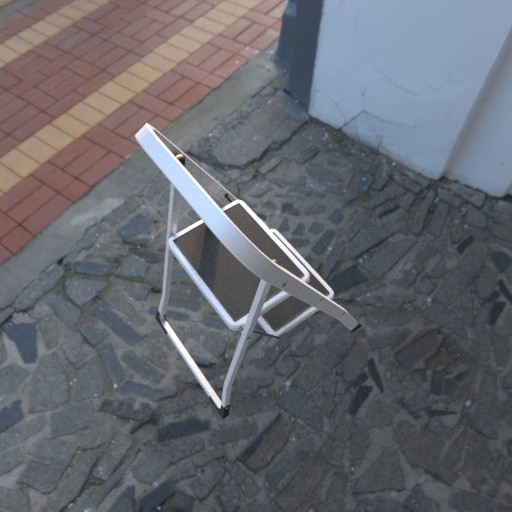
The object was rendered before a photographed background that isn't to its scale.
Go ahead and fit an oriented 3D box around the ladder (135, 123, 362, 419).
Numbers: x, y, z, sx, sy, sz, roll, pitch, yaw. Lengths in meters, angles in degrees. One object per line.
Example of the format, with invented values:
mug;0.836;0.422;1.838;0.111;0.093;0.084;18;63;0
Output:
ladder;0.000;0.000;1.154;0.544;0.810;0.460;-32;63;-18
